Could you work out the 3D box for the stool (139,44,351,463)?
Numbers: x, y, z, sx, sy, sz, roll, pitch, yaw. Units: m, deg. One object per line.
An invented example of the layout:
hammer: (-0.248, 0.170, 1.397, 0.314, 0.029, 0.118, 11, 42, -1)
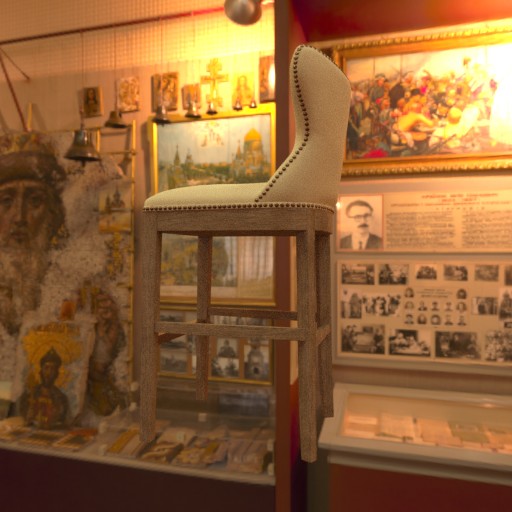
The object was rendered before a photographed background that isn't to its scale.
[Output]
stool: (0.000, 0.000, 1.447, 0.606, 1.123, 0.494, 0, 0, 18)
